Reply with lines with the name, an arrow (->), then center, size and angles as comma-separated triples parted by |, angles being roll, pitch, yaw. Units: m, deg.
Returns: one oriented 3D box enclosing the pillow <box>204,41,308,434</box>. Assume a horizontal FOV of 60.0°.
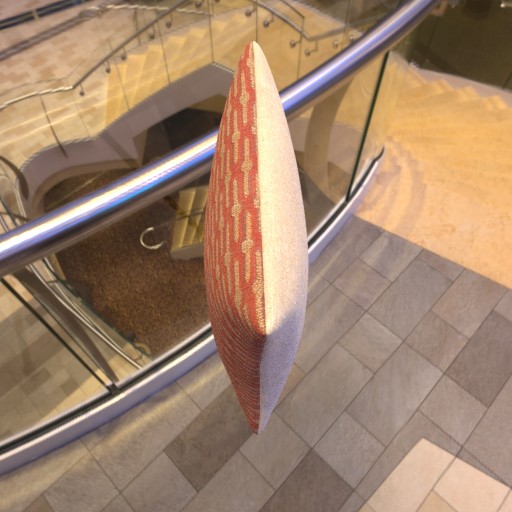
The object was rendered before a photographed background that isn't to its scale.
pillow -> 0.000, 0.000, 0.791 | 0.182, 0.503, 0.511 | -1, 58, -1
